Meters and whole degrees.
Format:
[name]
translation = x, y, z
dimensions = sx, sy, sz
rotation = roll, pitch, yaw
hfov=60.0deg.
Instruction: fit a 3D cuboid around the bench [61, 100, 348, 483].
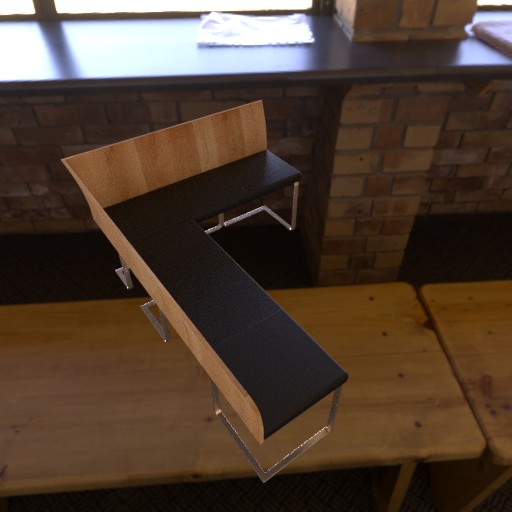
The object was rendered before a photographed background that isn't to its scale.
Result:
[bench]
translation = 0.000, 0.000, 2.719
dimensions = 1.495, 0.930, 1.945
rotation = -26, 48, -26
